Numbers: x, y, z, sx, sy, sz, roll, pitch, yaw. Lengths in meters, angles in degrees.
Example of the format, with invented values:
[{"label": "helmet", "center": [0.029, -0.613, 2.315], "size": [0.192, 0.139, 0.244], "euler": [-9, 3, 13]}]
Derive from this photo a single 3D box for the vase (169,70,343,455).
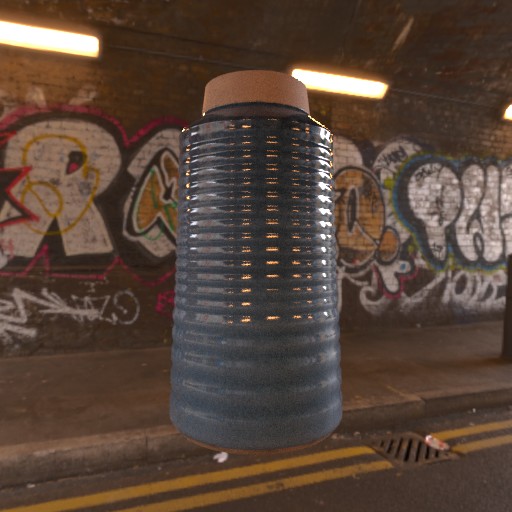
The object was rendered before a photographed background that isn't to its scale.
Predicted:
[{"label": "vase", "center": [0.000, 0.000, 0.424], "size": [0.163, 0.316, 0.163], "euler": [0, 1, 0]}]
